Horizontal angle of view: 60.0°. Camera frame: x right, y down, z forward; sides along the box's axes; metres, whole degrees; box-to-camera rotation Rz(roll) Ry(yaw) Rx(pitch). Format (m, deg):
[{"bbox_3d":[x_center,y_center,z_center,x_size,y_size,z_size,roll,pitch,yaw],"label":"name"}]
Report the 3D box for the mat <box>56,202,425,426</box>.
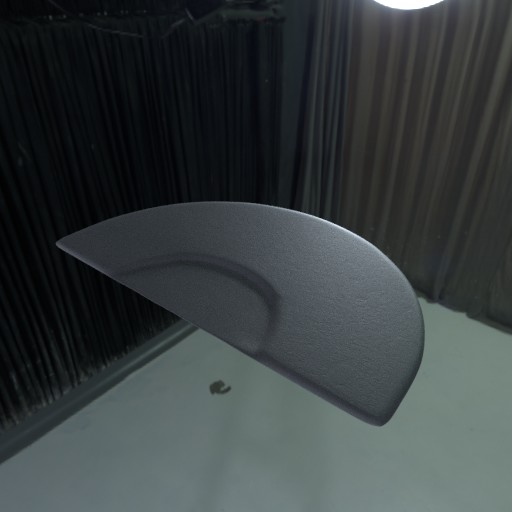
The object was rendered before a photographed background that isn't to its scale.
[{"bbox_3d":[0.000,0.000,1.815,1.525,0.016,0.917,23,39,32],"label":"mat"}]
